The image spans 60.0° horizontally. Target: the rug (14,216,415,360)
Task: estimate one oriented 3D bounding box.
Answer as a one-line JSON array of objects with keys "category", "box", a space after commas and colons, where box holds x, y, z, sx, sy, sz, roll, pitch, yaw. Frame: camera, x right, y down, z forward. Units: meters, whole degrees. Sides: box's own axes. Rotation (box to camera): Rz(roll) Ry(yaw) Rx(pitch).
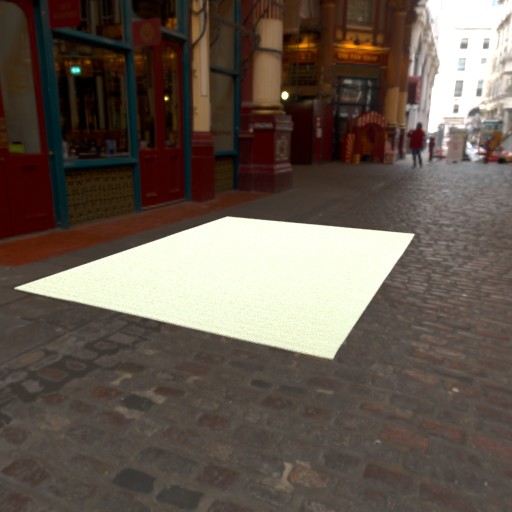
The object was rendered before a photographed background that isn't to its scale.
[{"category": "rug", "box": [0.000, 0.000, 4.165, 2.452, 0.016, 3.204, 8, 17, 25]}]
